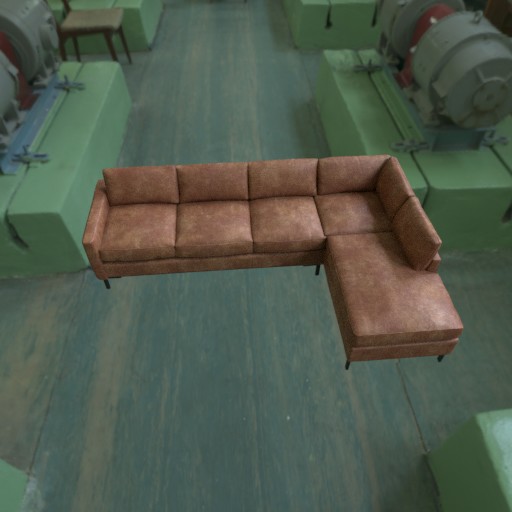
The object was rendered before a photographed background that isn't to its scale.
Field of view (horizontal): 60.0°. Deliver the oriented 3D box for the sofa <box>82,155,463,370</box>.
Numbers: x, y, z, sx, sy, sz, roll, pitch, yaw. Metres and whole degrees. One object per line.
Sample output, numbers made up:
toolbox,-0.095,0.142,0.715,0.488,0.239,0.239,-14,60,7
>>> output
sofa,0.000,0.000,3.920,2.984,0.877,1.938,-4,46,-3
